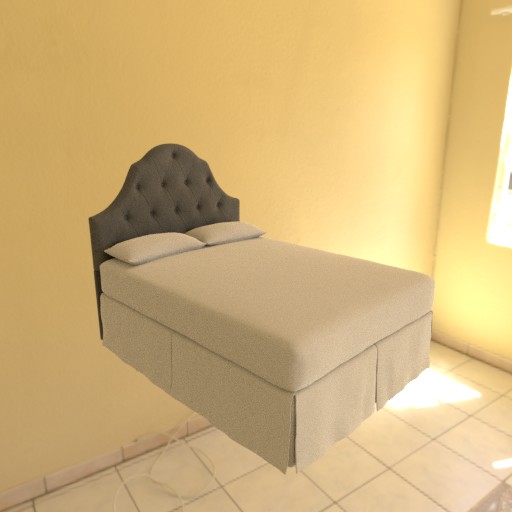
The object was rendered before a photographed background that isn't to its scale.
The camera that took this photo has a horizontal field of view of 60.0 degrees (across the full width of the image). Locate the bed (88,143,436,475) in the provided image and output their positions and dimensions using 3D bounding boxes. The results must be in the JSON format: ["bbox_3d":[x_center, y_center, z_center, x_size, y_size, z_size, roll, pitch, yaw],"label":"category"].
[{"bbox_3d":[0.000,0.000,3.265,1.636,1.575,2.155,-15,21,-43],"label":"bed"}]
